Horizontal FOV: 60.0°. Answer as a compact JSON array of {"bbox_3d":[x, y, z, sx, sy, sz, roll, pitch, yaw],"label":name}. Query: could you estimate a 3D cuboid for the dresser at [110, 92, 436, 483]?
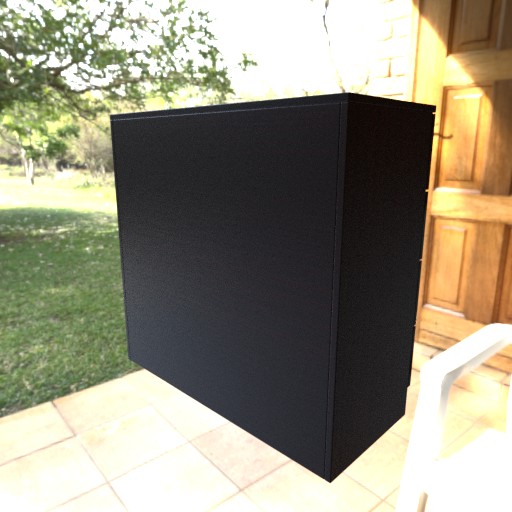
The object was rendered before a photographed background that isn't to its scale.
[{"bbox_3d":[0.000,0.000,1.154,0.750,0.720,0.360,13,19,42],"label":"dresser"}]
